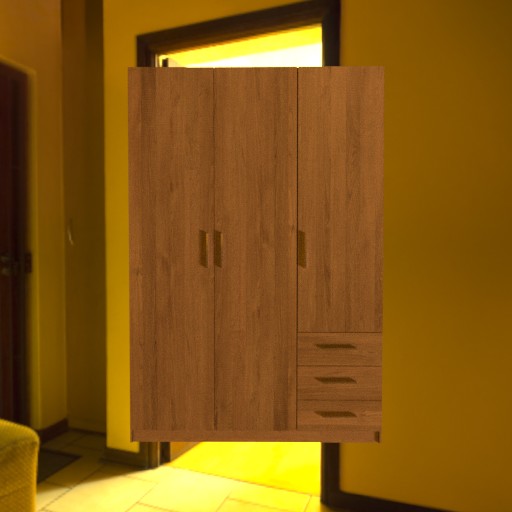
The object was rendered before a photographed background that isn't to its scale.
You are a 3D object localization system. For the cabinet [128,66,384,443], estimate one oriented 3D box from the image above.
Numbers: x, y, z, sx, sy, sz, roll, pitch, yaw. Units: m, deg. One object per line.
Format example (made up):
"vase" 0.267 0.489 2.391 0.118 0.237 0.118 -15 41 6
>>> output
"cabinet" 0.000 0.000 2.483 1.290 1.910 0.510 0 1 1
